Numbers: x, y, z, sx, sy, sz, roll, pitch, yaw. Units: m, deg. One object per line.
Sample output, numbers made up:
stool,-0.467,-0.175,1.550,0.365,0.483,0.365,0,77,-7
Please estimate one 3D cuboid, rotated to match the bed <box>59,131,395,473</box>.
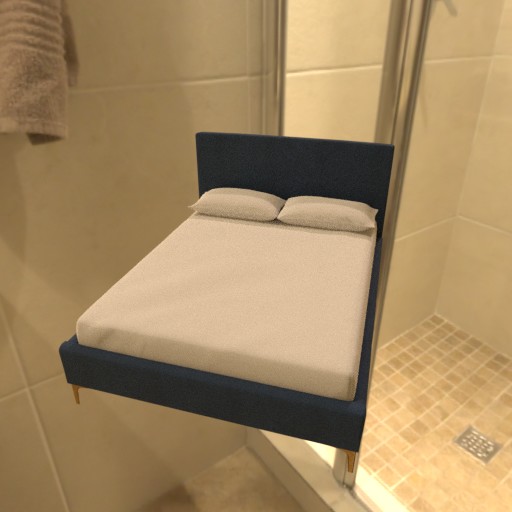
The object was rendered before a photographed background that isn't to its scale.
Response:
bed,0.000,0.000,3.138,1.723,1.231,2.172,8,29,15
